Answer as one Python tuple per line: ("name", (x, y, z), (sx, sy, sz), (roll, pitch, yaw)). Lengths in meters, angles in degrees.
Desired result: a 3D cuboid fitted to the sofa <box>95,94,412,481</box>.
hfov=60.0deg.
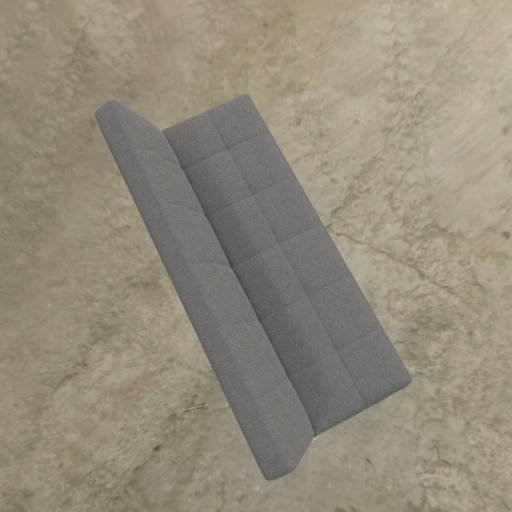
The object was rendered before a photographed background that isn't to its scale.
("sofa", (0.000, 0.000, 2.256), (0.820, 0.770, 1.820), (-26, 77, -7))
